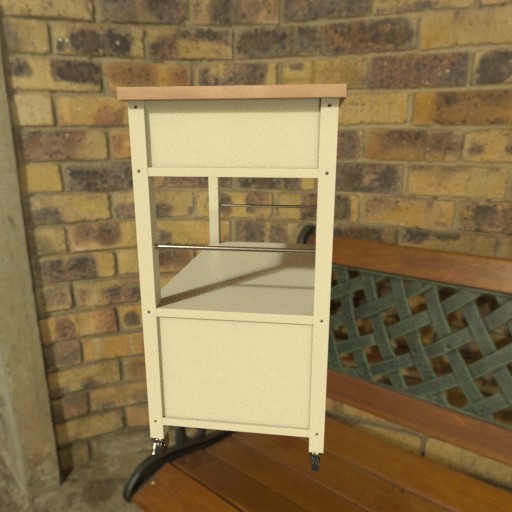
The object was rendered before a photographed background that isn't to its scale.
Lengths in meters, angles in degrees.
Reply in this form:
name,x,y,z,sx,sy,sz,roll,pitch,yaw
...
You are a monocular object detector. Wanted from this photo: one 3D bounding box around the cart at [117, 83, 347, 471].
name,x,y,z,sx,sy,sz,roll,pitch,yaw
cart,0.000,0.000,1.379,0.459,0.901,0.840,2,15,7
